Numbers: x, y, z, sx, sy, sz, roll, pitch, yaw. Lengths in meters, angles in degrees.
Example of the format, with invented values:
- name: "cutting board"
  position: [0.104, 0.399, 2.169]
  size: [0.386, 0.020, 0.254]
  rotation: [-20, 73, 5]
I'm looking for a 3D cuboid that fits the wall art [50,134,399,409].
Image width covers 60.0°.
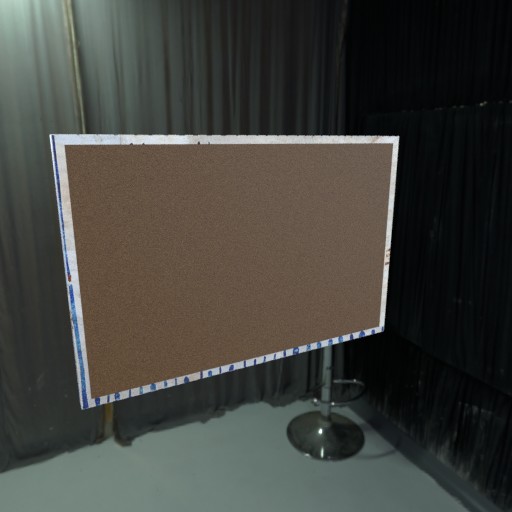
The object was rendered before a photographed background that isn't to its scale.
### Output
- name: "wall art"
  position: [0.000, 0.000, 1.159]
  size: [0.919, 0.609, 0.030]
  rotation: [-8, 17, -27]
